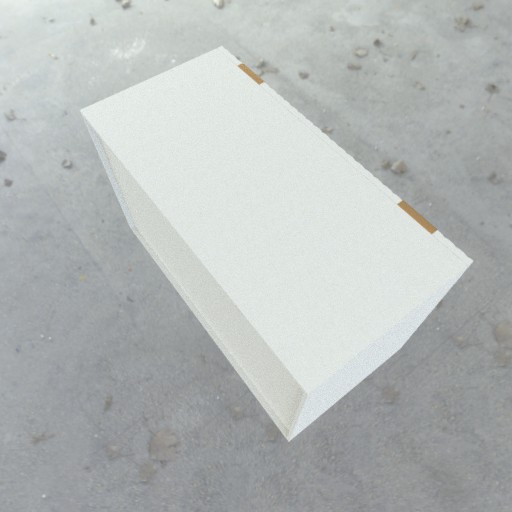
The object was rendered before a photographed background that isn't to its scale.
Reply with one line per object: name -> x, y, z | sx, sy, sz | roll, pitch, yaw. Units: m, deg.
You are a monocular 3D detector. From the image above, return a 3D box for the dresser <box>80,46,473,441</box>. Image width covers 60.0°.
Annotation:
dresser -> 0.000, 0.000, 1.339 | 0.457, 0.721, 0.905 | -33, 64, -18
